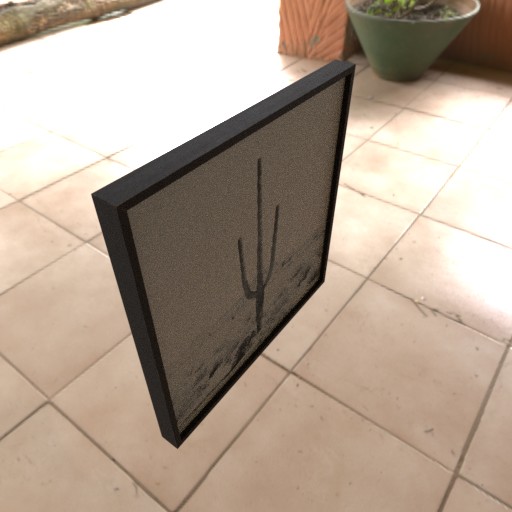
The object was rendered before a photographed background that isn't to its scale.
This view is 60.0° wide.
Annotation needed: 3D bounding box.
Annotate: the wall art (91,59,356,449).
[{"bbox_3d":[0.000,0.000,0.758,0.038,0.508,0.508,26,48,26],"label":"wall art"}]
